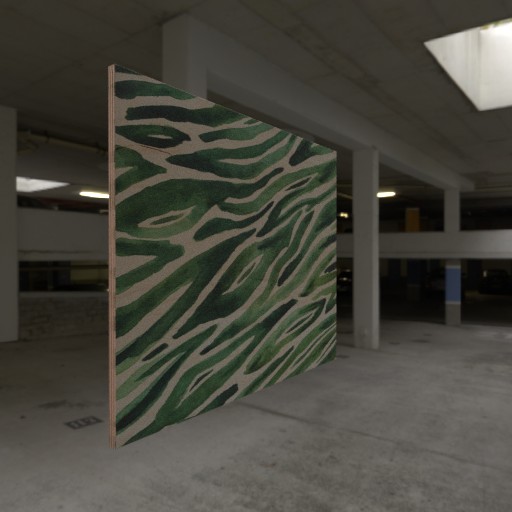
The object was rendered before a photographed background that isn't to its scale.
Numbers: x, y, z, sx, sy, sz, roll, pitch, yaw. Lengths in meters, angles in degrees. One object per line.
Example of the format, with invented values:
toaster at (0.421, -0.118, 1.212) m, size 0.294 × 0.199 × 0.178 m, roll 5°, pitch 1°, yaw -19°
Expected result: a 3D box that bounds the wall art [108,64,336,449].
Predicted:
wall art at (0.000, 0.000, 0.675) m, size 0.012 × 0.408 × 0.508 m, roll 0°, pitch 0°, yaw 37°
